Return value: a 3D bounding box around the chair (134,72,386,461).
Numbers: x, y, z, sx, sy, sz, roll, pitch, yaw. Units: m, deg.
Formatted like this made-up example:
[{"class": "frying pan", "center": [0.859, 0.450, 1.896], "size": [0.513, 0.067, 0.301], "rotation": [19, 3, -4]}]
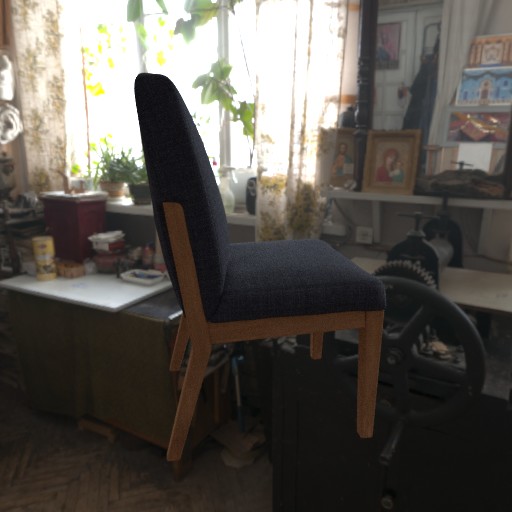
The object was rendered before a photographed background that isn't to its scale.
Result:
[{"class": "chair", "center": [0.000, 0.000, 1.257], "size": [0.586, 0.911, 0.507], "rotation": [-3, 15, -9]}]
